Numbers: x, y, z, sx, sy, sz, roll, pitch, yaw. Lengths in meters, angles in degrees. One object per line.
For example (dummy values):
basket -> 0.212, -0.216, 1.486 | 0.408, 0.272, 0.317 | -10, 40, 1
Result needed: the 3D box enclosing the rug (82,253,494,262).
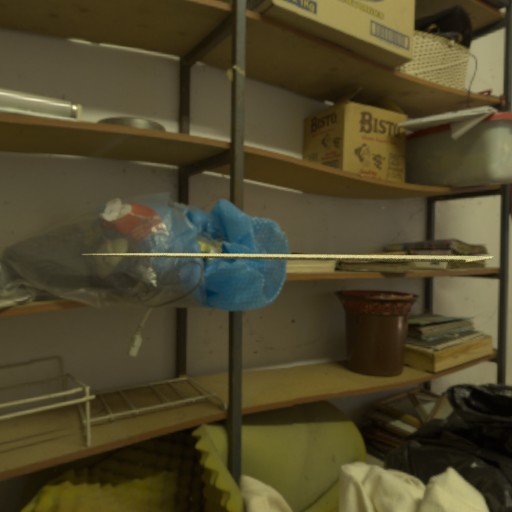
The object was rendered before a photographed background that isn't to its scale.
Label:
rug -> 0.000, 0.000, 2.494 | 2.290, 0.014, 0.700 | 1, 1, 35
